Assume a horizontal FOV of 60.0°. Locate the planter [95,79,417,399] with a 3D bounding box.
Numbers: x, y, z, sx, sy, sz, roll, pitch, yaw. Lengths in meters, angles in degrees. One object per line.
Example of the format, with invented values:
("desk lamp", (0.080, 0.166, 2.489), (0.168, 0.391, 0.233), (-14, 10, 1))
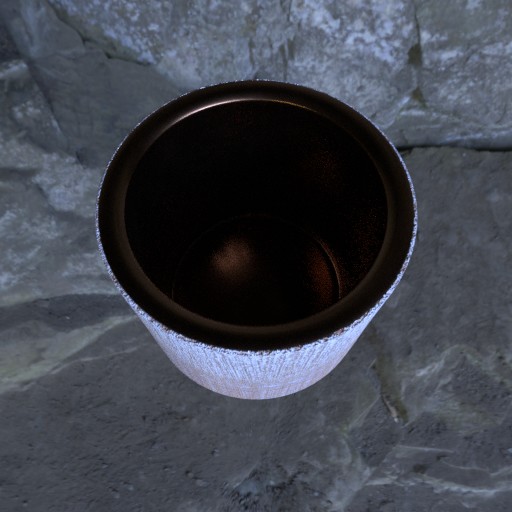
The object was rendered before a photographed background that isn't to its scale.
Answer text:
("planter", (0.000, 0.000, 0.190), (0.109, 0.096, 0.109), (0, 65, 0))
